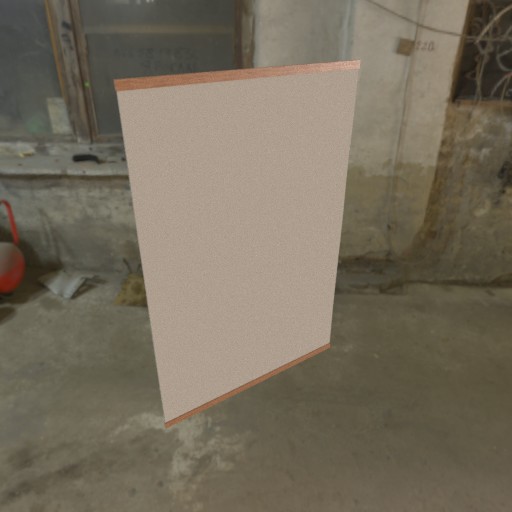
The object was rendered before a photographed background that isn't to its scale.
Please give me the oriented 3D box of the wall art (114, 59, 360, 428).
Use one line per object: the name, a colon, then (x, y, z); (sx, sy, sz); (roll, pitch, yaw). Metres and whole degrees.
wall art: (0.000, 0.000, 1.941); (1.019, 1.527, 0.019); (-18, 34, -29)
